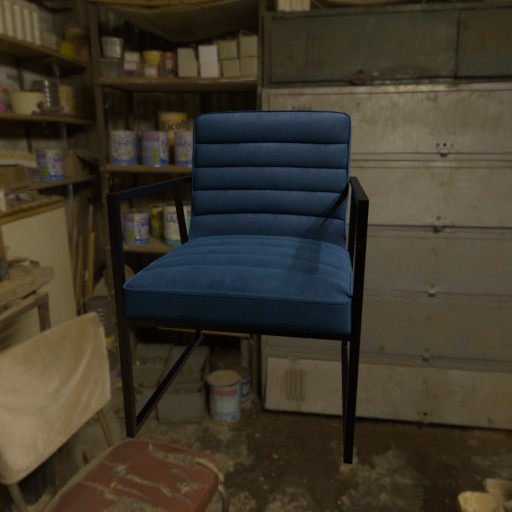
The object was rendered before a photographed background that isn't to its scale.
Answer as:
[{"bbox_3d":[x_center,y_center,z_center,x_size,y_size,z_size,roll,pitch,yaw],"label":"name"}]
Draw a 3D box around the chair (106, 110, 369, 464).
[{"bbox_3d":[0.000,0.000,1.277,0.571,0.833,0.677,3,15,10],"label":"chair"}]
